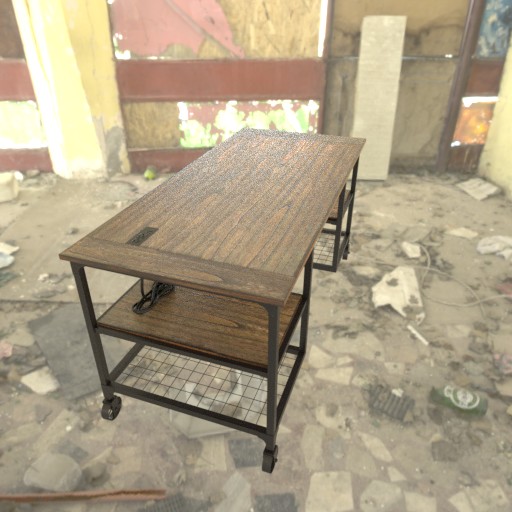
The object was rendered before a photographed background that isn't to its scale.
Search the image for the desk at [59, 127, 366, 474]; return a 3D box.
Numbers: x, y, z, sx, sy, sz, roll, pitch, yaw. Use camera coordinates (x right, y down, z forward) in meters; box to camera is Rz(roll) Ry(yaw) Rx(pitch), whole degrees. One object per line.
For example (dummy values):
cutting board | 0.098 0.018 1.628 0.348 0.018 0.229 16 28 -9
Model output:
desk | 0.000 0.000 2.061 0.711 0.751 1.590 10 32 17
